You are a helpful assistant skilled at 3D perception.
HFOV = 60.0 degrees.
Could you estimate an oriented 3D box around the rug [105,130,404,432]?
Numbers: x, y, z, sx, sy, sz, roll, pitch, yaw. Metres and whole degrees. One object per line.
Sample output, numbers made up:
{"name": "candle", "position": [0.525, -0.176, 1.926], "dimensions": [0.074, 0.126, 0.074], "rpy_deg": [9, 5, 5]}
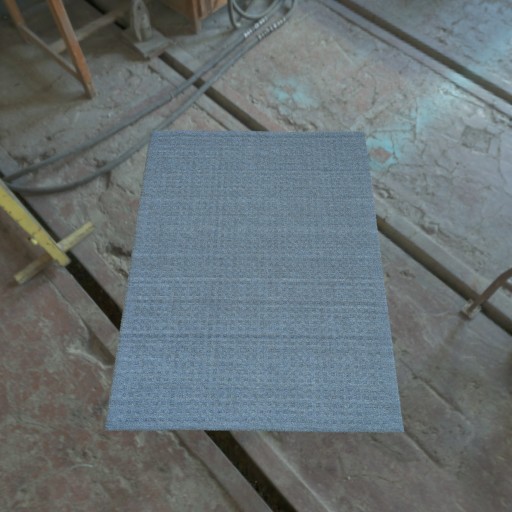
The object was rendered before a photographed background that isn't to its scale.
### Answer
{"name": "rug", "position": [0.000, 0.000, 4.318], "dimensions": [2.443, 0.007, 3.200], "rpy_deg": [0, 63, 0]}
